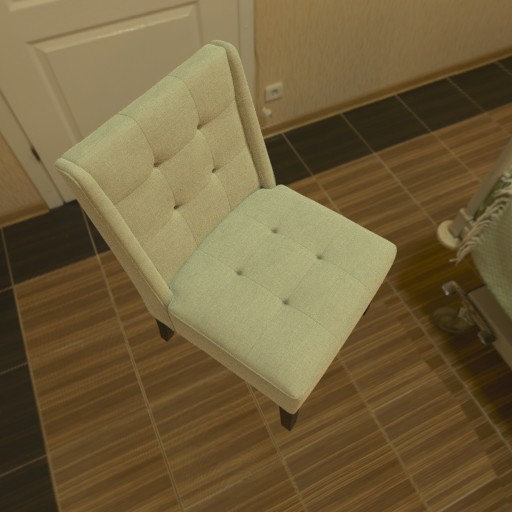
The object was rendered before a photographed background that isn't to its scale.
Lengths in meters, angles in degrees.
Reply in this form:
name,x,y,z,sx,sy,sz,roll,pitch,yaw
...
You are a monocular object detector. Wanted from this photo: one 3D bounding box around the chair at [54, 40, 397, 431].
name,x,y,z,sx,sy,sz,roll,pitch,yaw
chair,0.000,0.000,1.292,0.676,0.853,0.569,31,63,18
